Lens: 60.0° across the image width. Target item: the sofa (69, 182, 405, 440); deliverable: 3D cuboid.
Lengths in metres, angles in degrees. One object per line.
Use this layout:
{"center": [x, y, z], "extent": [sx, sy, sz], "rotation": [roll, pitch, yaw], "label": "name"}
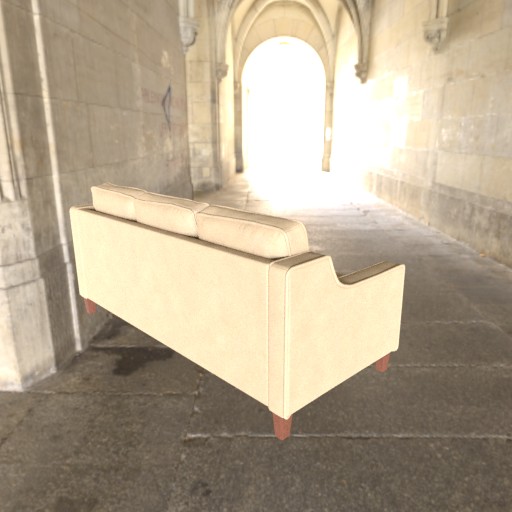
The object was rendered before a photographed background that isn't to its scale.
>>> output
{"center": [0.000, 0.000, 3.365], "extent": [1.858, 1.066, 2.317], "rotation": [-14, 21, -42], "label": "sofa"}
